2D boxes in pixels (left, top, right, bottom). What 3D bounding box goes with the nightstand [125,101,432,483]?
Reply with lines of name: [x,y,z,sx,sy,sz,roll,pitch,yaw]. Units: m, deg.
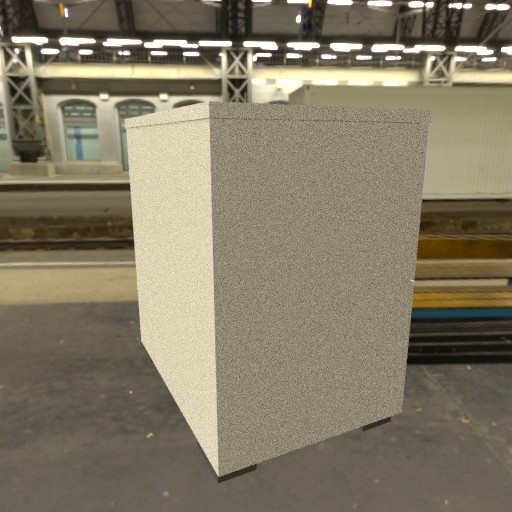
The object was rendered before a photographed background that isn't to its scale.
nightstand: [0.000,0.000,0.762,0.325,0.460,0.441,-7,16,-26]
